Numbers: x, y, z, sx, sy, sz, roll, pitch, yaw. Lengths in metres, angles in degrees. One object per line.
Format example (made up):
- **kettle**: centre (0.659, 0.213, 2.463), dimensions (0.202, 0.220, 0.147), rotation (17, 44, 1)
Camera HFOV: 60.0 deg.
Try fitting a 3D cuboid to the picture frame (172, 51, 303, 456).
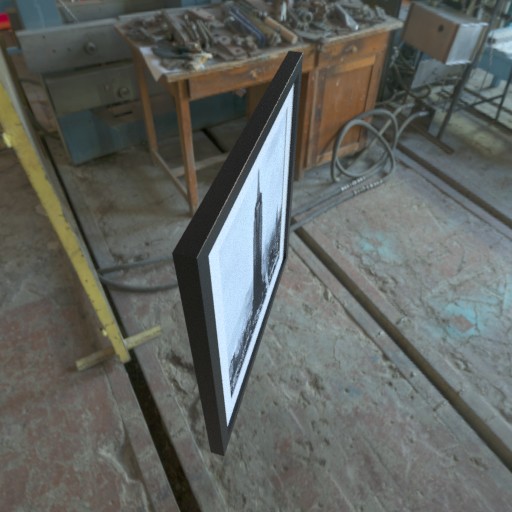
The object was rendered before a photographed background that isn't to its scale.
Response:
- **picture frame**: centre (0.000, 0.000, 0.852), dimensions (0.029, 0.557, 0.559), rotation (11, 47, 11)
